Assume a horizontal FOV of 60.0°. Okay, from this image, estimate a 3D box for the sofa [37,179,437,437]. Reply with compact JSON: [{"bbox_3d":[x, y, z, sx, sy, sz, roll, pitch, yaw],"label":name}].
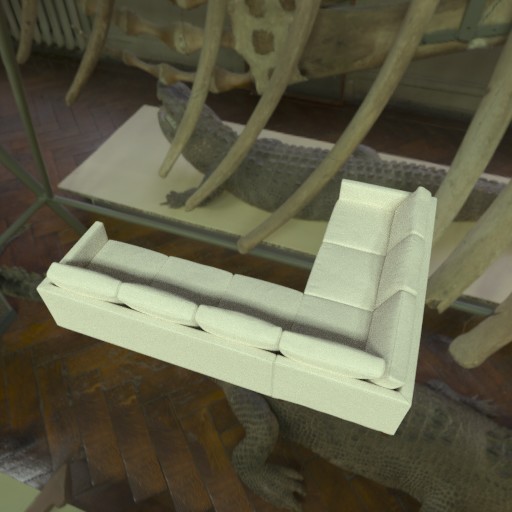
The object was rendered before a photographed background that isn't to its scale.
[{"bbox_3d":[0.000,0.000,4.407,3.182,0.863,2.432,15,49,13],"label":"sofa"}]
